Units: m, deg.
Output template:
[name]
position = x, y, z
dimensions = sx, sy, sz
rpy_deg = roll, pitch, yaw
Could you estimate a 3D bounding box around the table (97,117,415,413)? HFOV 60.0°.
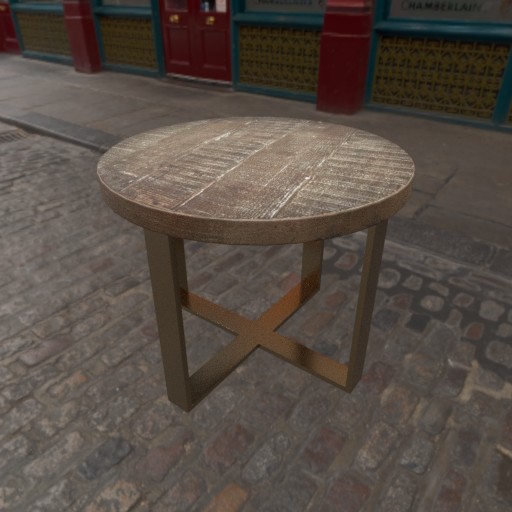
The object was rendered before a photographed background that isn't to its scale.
[table]
position = 0.000, 0.000, 0.924
dimensions = 0.557, 0.437, 0.557
rpy_deg = 0, 31, 0
